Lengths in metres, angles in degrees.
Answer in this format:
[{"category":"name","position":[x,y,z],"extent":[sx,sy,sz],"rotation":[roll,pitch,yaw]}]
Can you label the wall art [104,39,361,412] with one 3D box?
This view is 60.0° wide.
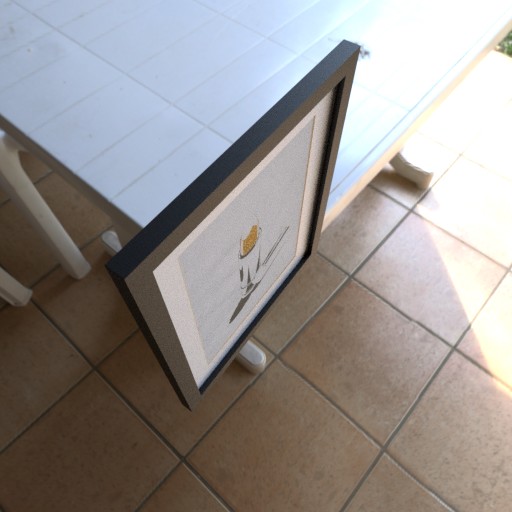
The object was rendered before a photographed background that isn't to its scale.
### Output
[{"category":"wall art","position":[0.000,0.000,0.535],"extent":[0.019,0.381,0.330],"rotation":[31,63,18]}]
